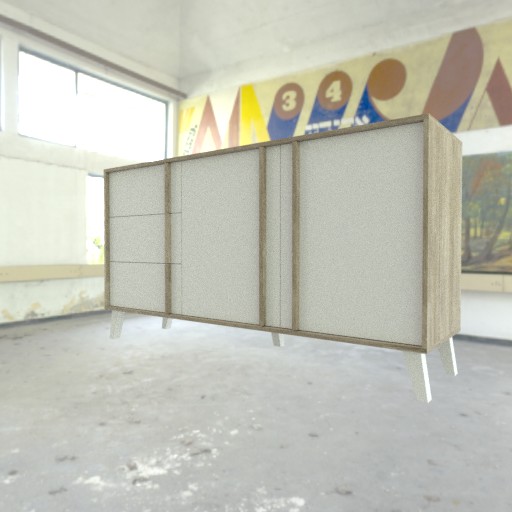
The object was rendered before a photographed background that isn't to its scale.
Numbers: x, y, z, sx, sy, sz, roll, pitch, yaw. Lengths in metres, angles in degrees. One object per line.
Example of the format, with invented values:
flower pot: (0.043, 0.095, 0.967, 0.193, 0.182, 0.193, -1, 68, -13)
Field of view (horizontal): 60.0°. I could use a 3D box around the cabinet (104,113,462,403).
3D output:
cabinet: (0.000, 0.000, 1.973, 1.600, 0.870, 0.450, 1, 1, 36)
